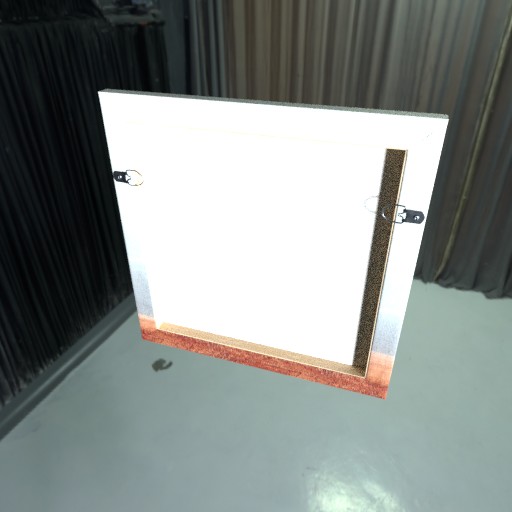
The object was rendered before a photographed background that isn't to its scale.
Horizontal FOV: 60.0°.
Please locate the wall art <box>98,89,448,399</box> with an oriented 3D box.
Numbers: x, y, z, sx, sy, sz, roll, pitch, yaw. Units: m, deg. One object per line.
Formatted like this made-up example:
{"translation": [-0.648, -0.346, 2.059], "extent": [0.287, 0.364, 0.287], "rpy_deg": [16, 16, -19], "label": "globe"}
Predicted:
{"translation": [0.000, 0.000, 1.132], "extent": [0.760, 0.760, 0.042], "rpy_deg": [10, 33, 16], "label": "wall art"}
